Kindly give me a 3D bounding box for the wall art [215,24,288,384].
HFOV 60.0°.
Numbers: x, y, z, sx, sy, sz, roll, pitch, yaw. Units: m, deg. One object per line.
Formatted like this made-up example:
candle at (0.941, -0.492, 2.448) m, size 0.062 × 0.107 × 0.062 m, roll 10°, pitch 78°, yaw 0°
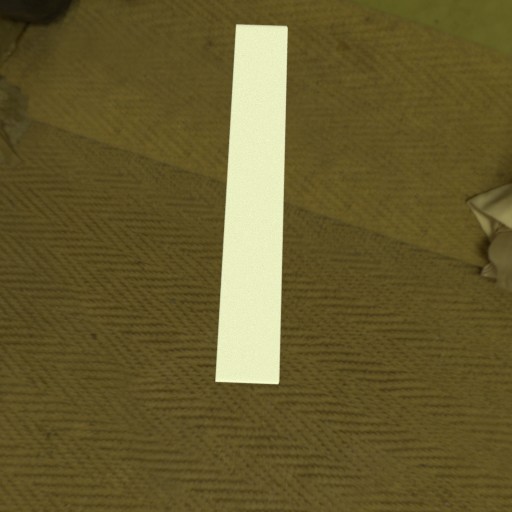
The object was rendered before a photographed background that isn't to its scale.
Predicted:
wall art at (0.000, 0.000, 0.478) m, size 0.039 × 0.381 × 0.252 m, roll 2°, pitch 76°, yaw 1°
